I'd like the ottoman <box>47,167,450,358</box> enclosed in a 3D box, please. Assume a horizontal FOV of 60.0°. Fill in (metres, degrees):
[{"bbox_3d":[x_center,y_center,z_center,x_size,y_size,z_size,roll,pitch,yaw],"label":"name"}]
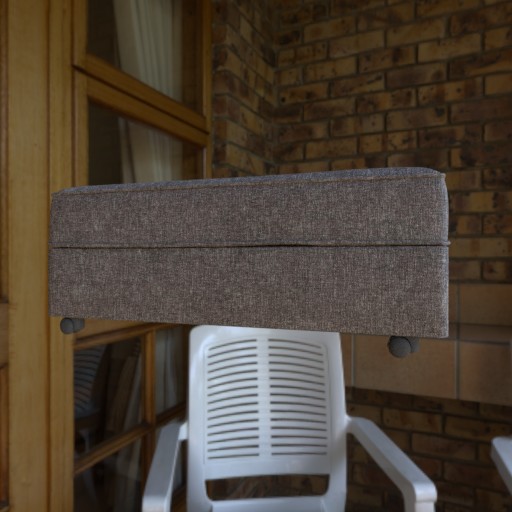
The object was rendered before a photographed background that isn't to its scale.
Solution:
[{"bbox_3d":[0.000,0.000,1.526,1.184,0.487,0.717,0,0,19],"label":"ottoman"}]
